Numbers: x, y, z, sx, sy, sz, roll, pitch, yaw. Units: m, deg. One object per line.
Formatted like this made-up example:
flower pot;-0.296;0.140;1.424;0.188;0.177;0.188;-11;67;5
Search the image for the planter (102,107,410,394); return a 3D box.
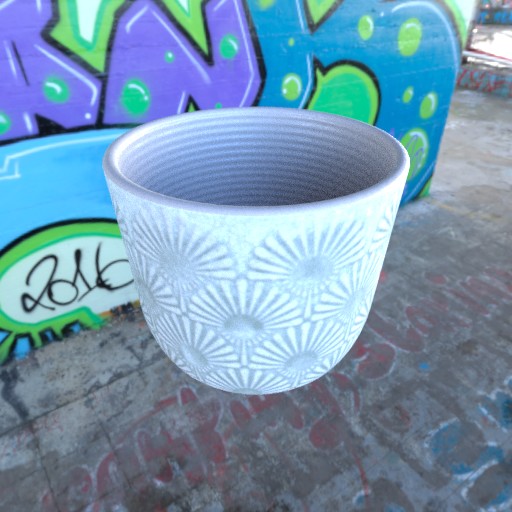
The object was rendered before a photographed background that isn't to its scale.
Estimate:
planter;0.000;0.000;0.294;0.170;0.152;0.170;0;33;0
